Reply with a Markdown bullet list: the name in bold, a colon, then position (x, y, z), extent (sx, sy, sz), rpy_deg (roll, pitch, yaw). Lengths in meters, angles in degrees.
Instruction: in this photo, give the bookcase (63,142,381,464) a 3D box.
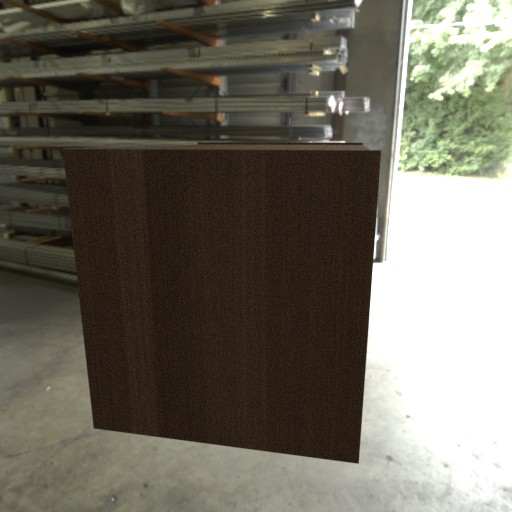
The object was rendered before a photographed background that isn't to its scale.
- **bookcase**: position (0.000, 0.000, 0.626), extent (0.290, 0.305, 0.415), rpy_deg (3, 15, 11)
